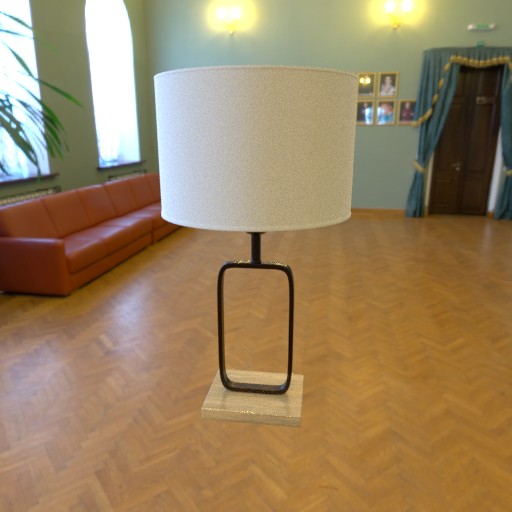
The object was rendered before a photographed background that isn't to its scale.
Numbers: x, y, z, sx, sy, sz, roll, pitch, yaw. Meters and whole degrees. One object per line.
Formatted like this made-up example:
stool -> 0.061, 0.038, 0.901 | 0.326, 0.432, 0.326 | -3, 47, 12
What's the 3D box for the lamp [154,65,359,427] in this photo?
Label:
lamp -> 0.000, 0.000, 0.684 | 0.279, 0.508, 0.279 | 2, 16, 8
